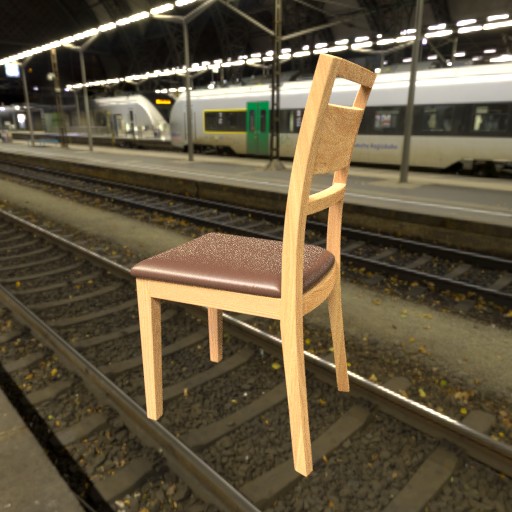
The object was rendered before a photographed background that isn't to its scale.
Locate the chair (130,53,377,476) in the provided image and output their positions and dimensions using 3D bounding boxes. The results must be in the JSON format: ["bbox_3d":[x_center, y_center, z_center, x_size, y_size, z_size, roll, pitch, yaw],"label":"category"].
[{"bbox_3d":[0.000,0.000,1.208,0.545,0.940,0.420,8,18,24],"label":"chair"}]
